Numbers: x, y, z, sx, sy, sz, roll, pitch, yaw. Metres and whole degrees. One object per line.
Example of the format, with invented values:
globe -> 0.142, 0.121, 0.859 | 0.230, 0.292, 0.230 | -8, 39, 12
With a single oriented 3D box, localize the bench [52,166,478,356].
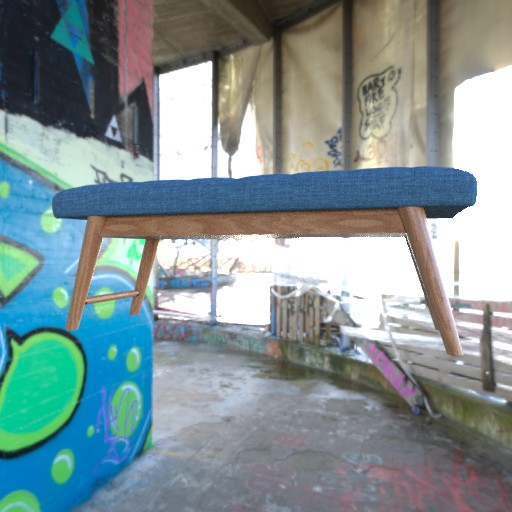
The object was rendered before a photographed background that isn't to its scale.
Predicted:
bench -> 0.000, 0.000, 1.299 | 1.118, 0.432, 0.406 | 0, 1, 18
